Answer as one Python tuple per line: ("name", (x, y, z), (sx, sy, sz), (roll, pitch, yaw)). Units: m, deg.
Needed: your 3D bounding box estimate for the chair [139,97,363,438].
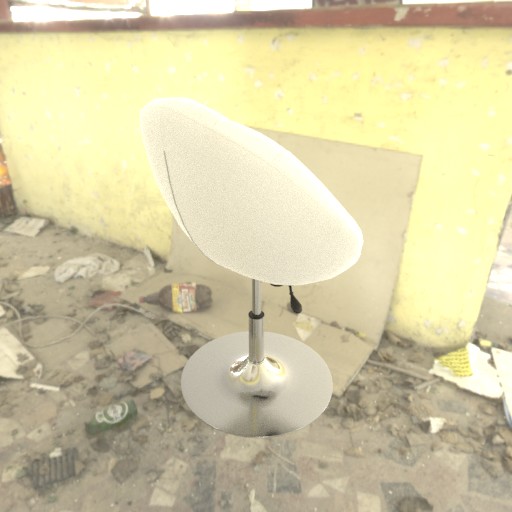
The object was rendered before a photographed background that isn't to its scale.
("chair", (0.000, 0.000, 1.803), (0.736, 1.261, 0.940), (-19, 32, -33))
